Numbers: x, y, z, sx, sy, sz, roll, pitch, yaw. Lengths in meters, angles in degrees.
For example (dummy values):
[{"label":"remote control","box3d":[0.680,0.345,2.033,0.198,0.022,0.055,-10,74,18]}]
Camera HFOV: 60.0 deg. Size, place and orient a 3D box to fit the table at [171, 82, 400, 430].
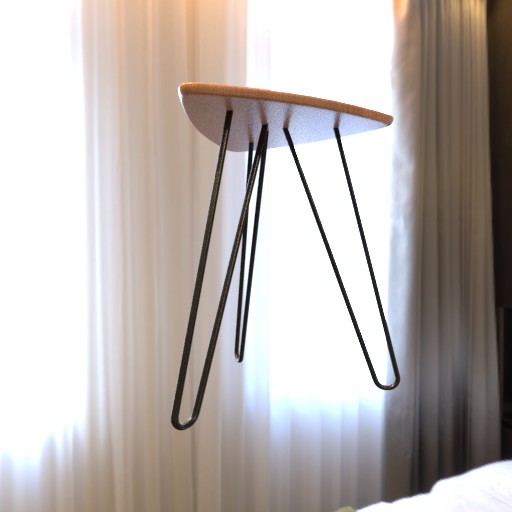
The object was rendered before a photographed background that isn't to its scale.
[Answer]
[{"label":"table","box3d":[0.000,0.000,0.884,0.442,0.564,0.455,1,1,36]}]
